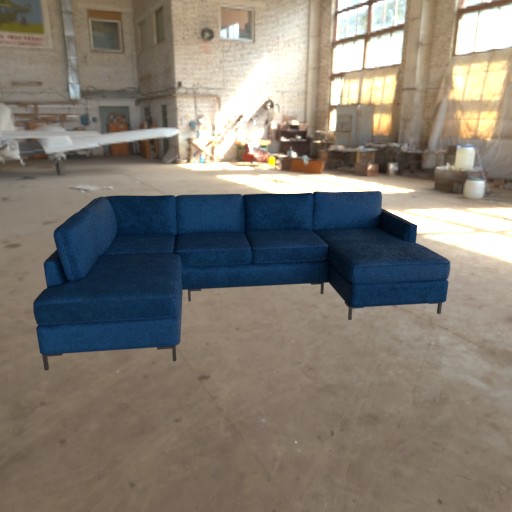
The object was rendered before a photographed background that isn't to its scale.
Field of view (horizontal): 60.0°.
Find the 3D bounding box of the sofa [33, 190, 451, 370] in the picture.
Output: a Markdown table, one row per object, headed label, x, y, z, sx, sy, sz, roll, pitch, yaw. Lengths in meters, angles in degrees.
| label | x | y | z | sx | sy | sz | roll | pitch | yaw |
| --- | --- | --- | --- | --- | --- | --- | --- | --- | --- |
| sofa | 0.000 | 0.000 | 4.245 | 3.434 | 0.992 | 2.055 | -2 | 17 | -8 |
